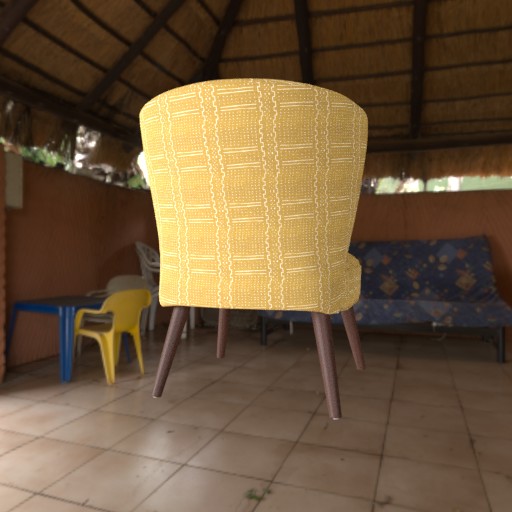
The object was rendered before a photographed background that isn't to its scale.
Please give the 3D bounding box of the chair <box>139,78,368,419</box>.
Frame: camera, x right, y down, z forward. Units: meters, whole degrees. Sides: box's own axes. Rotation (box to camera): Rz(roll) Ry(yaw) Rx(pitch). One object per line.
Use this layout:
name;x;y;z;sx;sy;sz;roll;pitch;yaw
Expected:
chair;0.000;0.000;1.425;0.706;0.866;0.758;0;0;19
